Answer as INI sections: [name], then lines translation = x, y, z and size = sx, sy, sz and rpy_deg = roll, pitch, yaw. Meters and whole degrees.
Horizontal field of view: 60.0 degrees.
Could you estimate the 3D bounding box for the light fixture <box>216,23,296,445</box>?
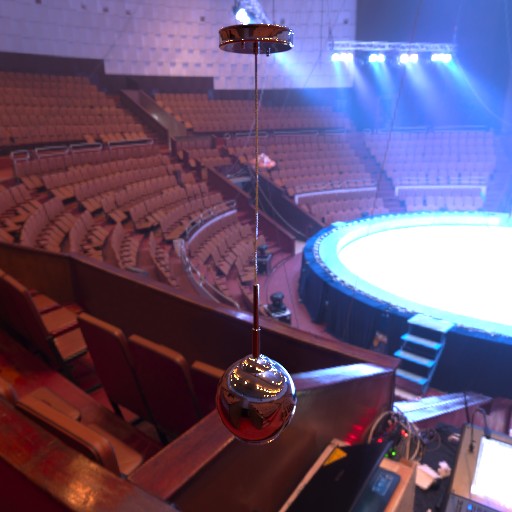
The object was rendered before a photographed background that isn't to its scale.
[light fixture]
translation = 0.000, 0.000, 1.676
size = 0.336, 1.538, 0.336
rpy_deg = 8, 18, 27
